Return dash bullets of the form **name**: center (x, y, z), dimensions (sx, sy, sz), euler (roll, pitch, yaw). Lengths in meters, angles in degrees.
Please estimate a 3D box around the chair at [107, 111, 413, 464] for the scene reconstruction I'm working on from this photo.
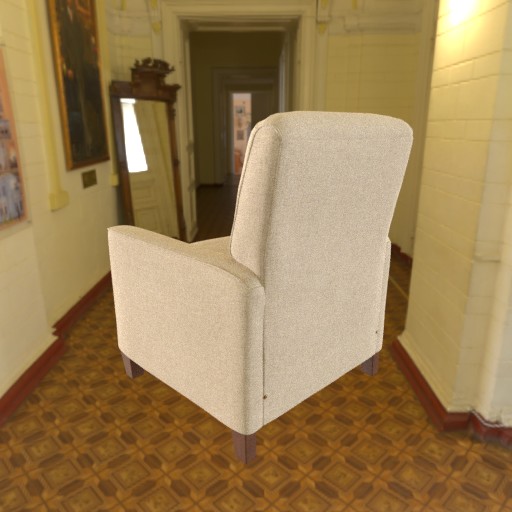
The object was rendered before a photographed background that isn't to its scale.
- **chair**: center (0.000, 0.000, 1.682), dimensions (0.845, 1.023, 0.859), euler (-15, 22, -43)
